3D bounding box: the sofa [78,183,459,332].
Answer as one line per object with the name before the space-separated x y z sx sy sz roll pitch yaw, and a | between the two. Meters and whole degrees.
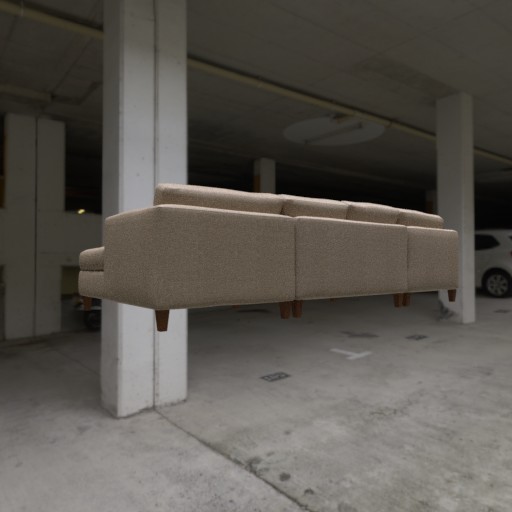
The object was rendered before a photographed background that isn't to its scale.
sofa | 0.000 0.000 4.632 3.460 0.961 2.594 1 -1 -37
